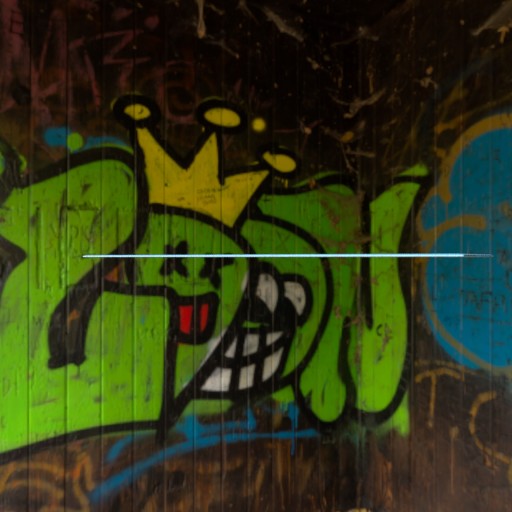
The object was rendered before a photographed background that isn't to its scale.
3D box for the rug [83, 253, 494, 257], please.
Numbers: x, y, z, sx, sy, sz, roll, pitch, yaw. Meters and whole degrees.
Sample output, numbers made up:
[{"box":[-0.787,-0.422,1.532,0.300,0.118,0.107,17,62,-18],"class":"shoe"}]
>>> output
[{"box":[0.000,0.000,2.394,2.196,0.011,0.662,0,0,36],"class":"rug"}]
